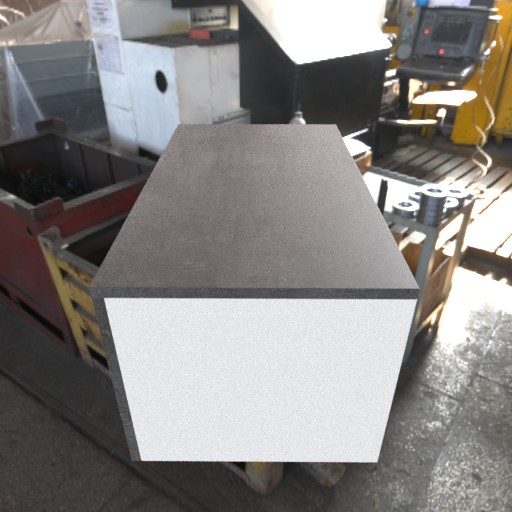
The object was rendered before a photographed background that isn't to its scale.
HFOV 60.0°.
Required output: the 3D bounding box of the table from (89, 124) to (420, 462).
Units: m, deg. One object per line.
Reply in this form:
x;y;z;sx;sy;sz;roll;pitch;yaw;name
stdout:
0.000;0.000;0.924;0.400;0.350;0.700;0;32;0;table
